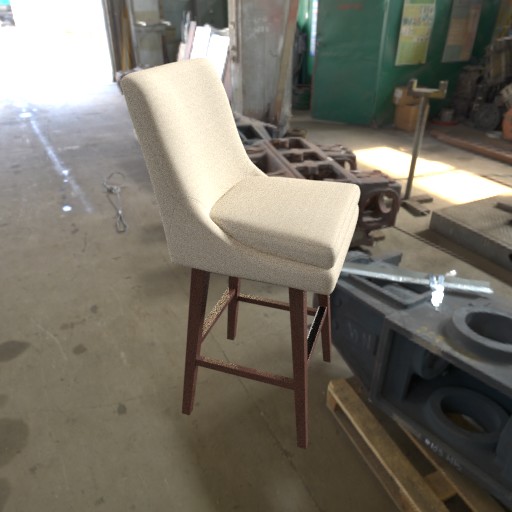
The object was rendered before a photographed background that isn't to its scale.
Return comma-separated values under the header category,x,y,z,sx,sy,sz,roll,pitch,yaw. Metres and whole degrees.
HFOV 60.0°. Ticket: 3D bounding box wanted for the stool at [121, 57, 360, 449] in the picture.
category,x,y,z,sx,sy,sz,roll,pitch,yaw
stool,0.000,0.000,1.388,0.559,1.093,0.483,10,31,16
